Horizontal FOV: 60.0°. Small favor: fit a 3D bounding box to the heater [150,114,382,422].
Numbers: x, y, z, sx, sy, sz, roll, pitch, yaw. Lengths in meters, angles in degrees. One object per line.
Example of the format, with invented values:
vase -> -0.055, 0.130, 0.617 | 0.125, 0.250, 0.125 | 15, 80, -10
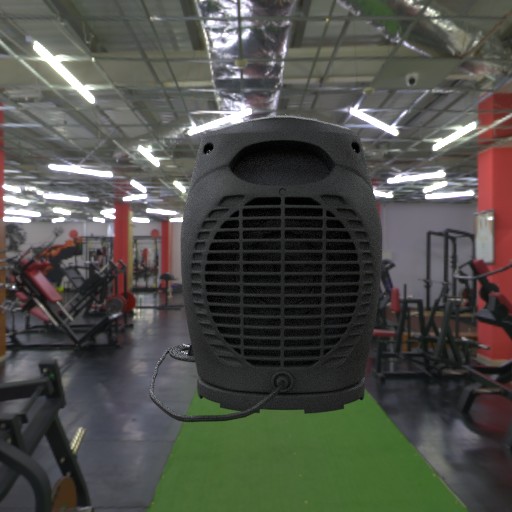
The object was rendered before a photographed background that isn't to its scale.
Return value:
heater -> 0.000, 0.000, 0.475 | 0.239, 0.255, 0.291 | 0, 0, 2
